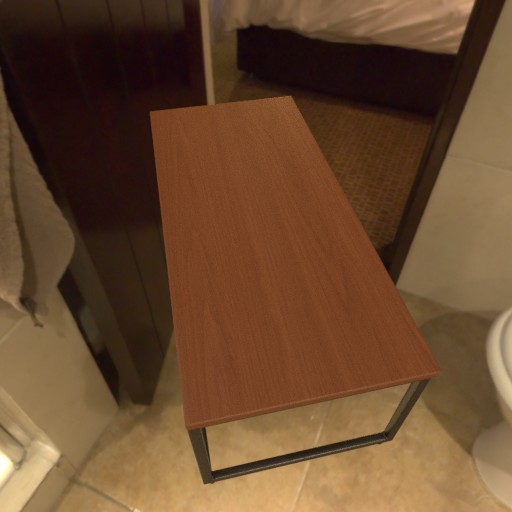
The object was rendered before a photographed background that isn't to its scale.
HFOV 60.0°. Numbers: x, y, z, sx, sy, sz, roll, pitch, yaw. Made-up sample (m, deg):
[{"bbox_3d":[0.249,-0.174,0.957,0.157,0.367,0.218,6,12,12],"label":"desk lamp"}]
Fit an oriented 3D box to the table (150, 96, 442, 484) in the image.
[{"bbox_3d":[0.000,0.000,1.334,0.500,0.400,1.100,-9,49,-8],"label":"table"}]
